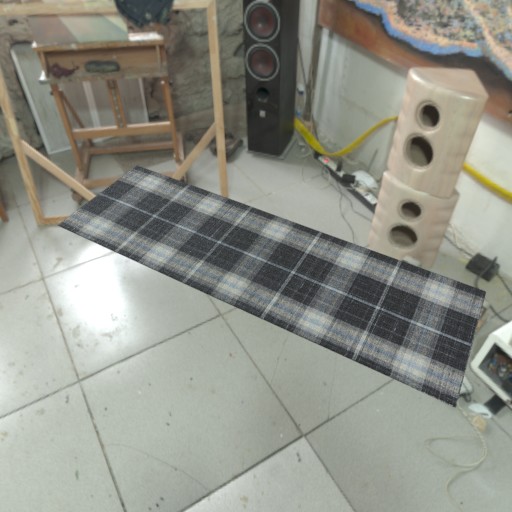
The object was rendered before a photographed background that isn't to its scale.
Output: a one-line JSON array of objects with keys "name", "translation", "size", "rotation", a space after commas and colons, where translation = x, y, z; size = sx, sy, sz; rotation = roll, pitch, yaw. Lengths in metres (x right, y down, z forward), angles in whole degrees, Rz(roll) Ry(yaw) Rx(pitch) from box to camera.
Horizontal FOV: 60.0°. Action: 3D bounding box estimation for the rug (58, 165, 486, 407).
[{"name": "rug", "translation": [0.000, 0.000, 2.586], "size": [2.434, 0.012, 0.760], "rotation": [22, 49, 20]}]
